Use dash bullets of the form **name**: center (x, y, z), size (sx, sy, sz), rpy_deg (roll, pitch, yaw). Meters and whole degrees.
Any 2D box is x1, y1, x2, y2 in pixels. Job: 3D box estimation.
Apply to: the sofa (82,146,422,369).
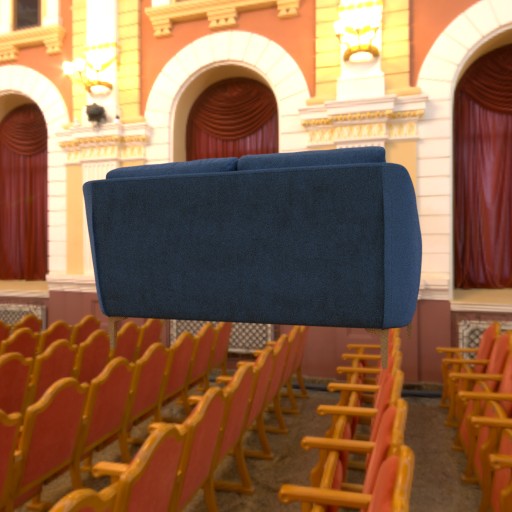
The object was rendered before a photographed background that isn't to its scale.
- **sofa**: center (0.000, 0.000, 2.250), size (1.619, 0.902, 0.960), rpy_deg (0, 0, 17)
